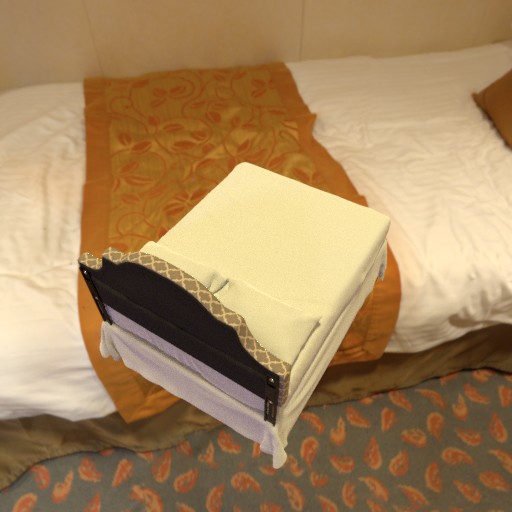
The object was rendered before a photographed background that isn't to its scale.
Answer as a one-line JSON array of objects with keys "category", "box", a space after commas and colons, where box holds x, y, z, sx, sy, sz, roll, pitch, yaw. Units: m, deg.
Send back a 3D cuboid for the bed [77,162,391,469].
[{"category": "bed", "box": [0.000, 0.000, 3.507, 1.780, 1.633, 2.222, 25, 53, 21]}]
